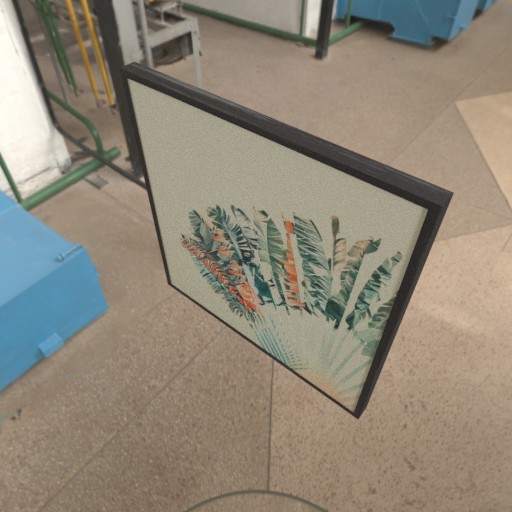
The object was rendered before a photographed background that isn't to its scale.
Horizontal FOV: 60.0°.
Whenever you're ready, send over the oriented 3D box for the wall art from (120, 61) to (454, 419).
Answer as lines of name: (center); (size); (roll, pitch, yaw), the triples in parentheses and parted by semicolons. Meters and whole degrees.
wall art: (0.000, 0.000, 1.120); (0.762, 0.758, 0.043); (31, 54, 26)
